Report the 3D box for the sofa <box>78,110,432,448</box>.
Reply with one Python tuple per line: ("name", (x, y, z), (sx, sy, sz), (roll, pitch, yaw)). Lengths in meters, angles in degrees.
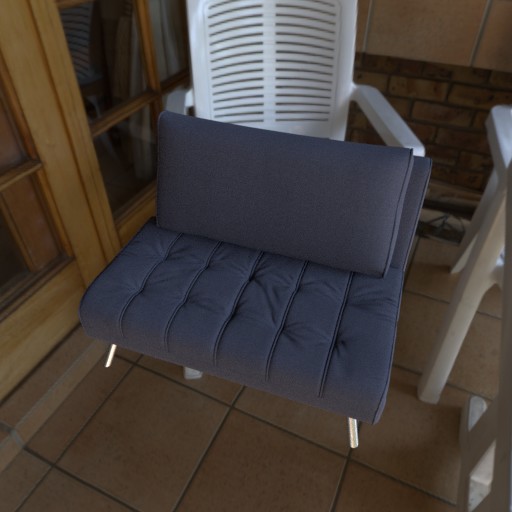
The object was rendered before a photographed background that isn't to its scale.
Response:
("sofa", (0.000, 0.000, 1.850), (1.220, 0.910, 0.910), (13, 43, 14))
